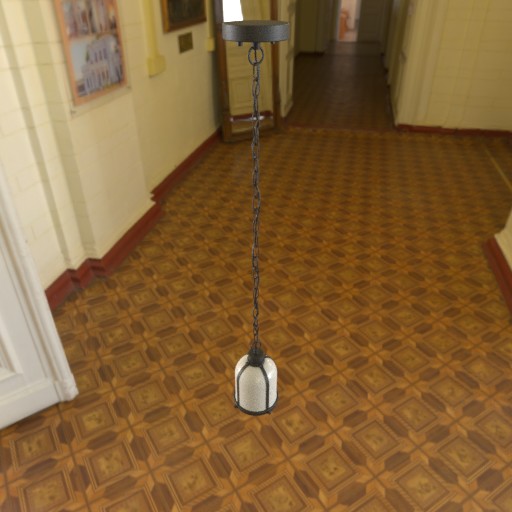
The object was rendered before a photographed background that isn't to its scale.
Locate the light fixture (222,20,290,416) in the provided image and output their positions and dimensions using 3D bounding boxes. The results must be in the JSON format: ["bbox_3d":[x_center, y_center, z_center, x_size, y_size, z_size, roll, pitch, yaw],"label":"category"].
[{"bbox_3d":[0.000,0.000,1.264,0.178,1.181,0.178,-19,36,-27],"label":"light fixture"}]
